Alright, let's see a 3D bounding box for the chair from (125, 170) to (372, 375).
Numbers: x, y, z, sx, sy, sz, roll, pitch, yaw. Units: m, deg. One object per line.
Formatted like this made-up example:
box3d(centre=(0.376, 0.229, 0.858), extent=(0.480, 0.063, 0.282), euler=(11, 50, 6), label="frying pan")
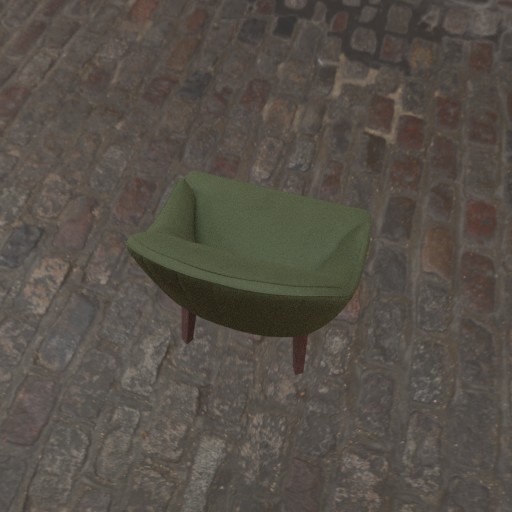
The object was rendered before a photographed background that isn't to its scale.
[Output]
box3d(centre=(0.000, 0.000, 1.311), extent=(0.643, 0.889, 0.575), euler=(14, 65, 7), label="chair")
